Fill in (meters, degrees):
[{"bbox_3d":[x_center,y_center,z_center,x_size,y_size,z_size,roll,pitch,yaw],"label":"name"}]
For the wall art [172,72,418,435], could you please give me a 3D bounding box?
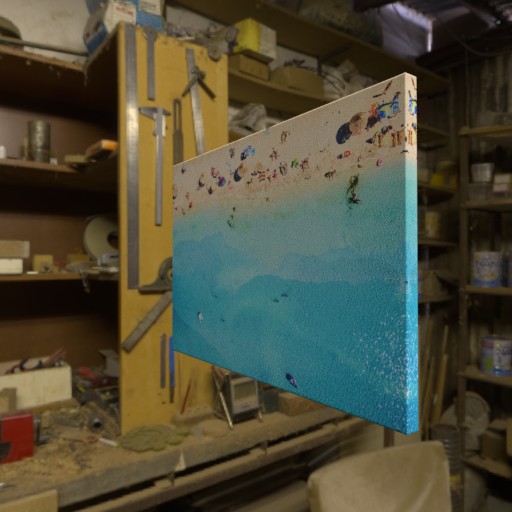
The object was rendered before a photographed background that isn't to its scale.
[{"bbox_3d":[0.000,0.000,1.407,0.040,0.769,1.136,1,-1,-36],"label":"wall art"}]
